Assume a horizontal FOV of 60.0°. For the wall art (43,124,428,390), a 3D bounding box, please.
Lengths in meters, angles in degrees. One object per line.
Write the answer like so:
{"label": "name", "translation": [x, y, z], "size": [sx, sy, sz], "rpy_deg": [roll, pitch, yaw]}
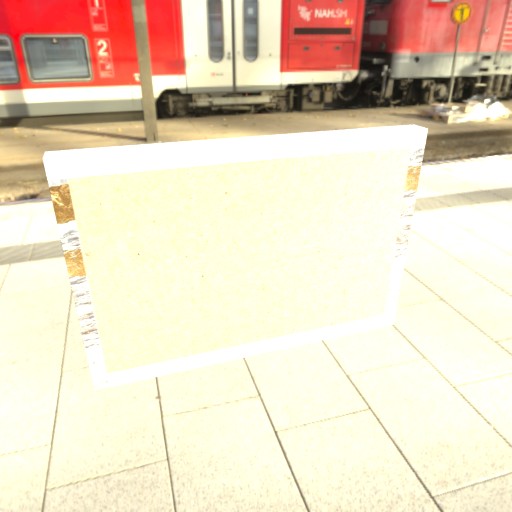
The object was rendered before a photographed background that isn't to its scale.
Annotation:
{"label": "wall art", "translation": [0.000, 0.000, 0.778], "size": [0.606, 0.407, 0.041], "rpy_deg": [-9, 29, -17]}
